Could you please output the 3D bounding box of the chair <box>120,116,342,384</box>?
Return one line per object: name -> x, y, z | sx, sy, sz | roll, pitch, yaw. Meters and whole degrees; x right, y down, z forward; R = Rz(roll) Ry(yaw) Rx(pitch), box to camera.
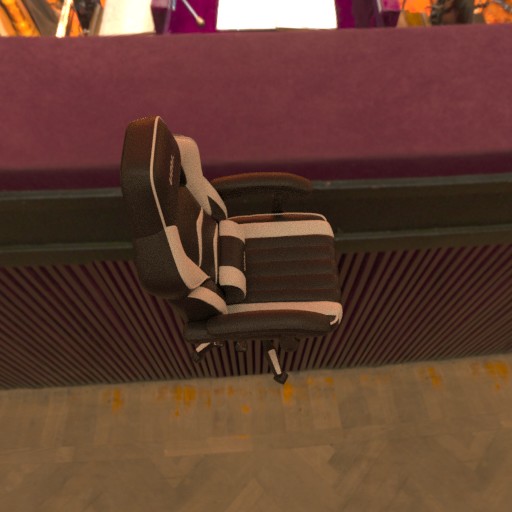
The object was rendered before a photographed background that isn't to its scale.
chair -> 0.000, 0.000, 1.647 | 0.700, 1.200, 0.676 | -2, 60, -1
